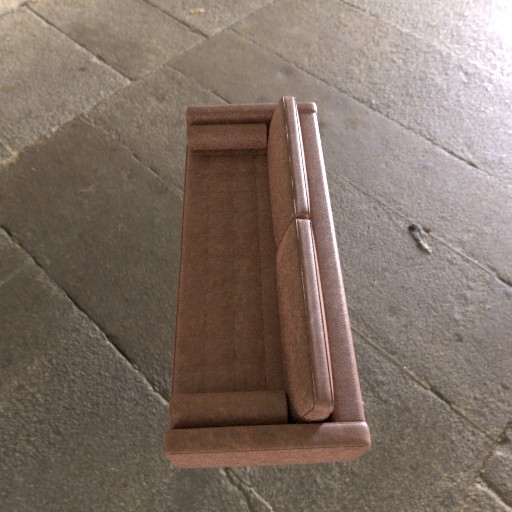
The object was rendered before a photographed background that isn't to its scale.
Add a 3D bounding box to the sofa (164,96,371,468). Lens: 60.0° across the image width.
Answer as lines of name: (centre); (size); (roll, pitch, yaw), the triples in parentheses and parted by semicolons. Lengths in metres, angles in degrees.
sofa: (0.000, 0.000, 2.605); (0.914, 0.762, 2.210); (-2, 58, -1)
